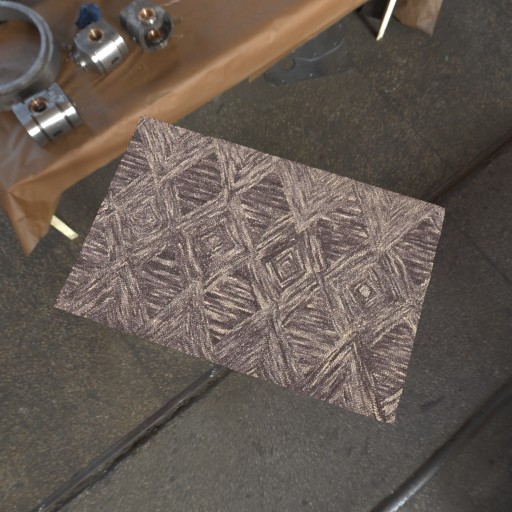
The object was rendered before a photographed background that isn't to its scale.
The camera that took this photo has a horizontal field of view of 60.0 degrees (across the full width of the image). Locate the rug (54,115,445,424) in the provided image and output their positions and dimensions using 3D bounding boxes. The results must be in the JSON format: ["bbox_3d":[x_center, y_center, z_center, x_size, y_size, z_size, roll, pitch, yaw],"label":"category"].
[{"bbox_3d":[0.000,0.000,2.368,1.814,0.012,1.186,18,76,5],"label":"rug"}]
